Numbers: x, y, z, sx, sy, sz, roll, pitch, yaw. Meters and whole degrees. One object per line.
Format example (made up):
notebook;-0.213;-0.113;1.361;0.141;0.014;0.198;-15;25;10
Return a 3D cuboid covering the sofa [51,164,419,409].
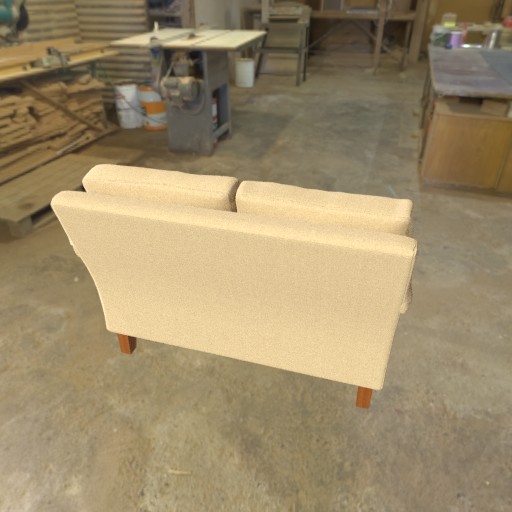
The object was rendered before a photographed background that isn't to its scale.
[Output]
sofa;0.000;0.000;2.292;1.508;1.048;1.087;9;33;14
